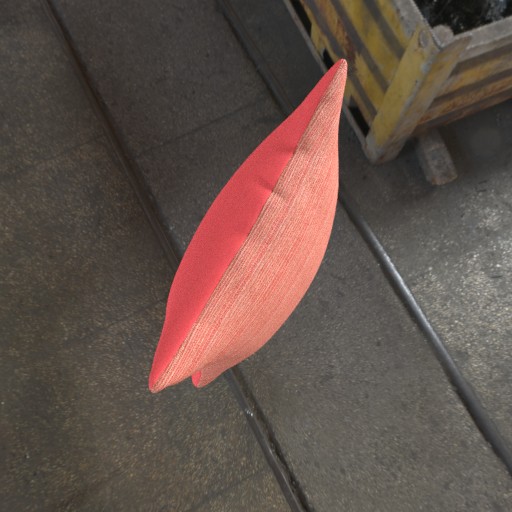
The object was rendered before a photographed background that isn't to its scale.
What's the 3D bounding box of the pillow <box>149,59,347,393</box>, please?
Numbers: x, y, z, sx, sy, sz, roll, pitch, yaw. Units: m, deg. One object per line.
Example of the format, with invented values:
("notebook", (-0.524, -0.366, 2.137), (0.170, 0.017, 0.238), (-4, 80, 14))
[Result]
("pillow", (0.000, 0.000, 0.831), (0.229, 0.501, 0.559), (28, 78, 7))
